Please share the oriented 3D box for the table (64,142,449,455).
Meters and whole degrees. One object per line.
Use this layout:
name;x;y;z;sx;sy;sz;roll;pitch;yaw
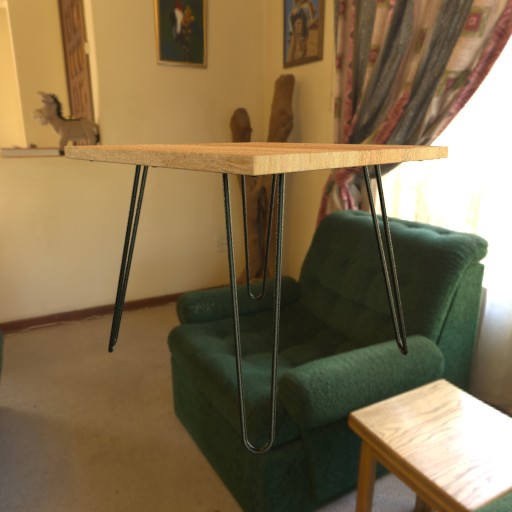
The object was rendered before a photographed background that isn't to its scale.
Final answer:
table;0.000;0.000;1.039;0.599;0.500;0.599;-15;21;-43
